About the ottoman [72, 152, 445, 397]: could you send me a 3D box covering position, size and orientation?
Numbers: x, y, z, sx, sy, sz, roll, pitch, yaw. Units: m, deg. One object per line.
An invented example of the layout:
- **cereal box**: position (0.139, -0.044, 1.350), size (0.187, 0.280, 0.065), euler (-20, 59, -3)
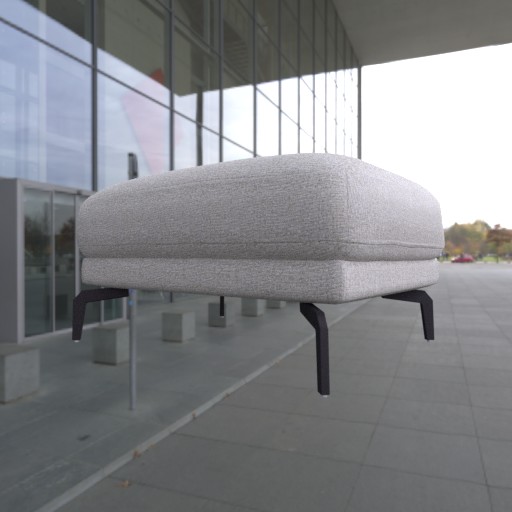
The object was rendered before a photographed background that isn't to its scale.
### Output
- **ottoman**: position (0.000, 0.000, 1.090), size (0.772, 0.420, 0.568), euler (0, 0, 38)
